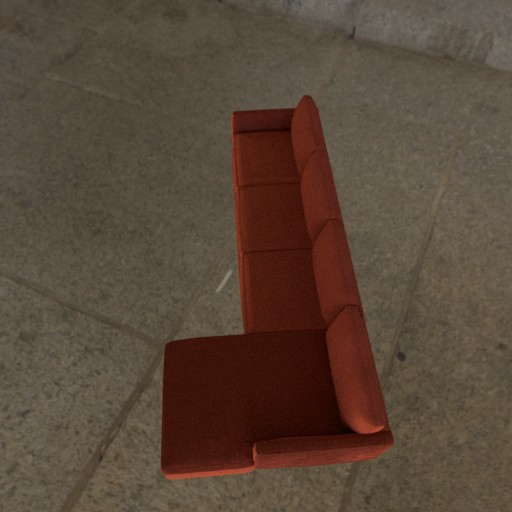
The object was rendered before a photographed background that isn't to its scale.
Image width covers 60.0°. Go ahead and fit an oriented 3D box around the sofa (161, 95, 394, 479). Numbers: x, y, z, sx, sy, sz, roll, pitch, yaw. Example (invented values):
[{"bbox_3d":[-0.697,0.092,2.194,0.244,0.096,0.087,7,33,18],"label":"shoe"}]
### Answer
[{"bbox_3d":[0.000,0.000,3.375,1.350,0.810,2.932,-3,57,-2],"label":"sofa"}]
